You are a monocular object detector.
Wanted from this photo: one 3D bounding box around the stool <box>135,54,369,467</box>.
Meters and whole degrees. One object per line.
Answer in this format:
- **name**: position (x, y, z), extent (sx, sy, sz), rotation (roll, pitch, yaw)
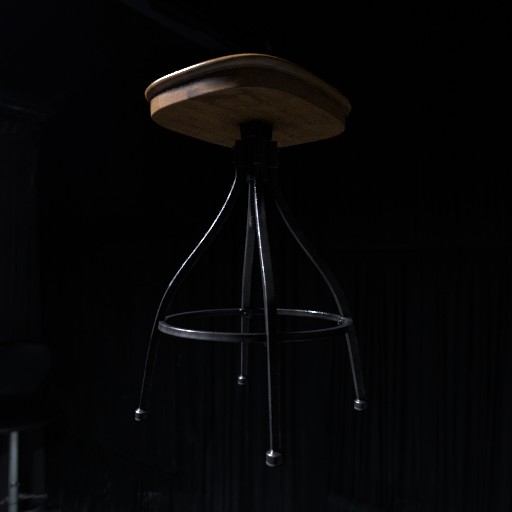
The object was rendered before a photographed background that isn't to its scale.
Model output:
- **stool**: position (0.000, 0.000, 0.982), extent (0.424, 0.694, 0.432), rotation (0, -1, 37)
